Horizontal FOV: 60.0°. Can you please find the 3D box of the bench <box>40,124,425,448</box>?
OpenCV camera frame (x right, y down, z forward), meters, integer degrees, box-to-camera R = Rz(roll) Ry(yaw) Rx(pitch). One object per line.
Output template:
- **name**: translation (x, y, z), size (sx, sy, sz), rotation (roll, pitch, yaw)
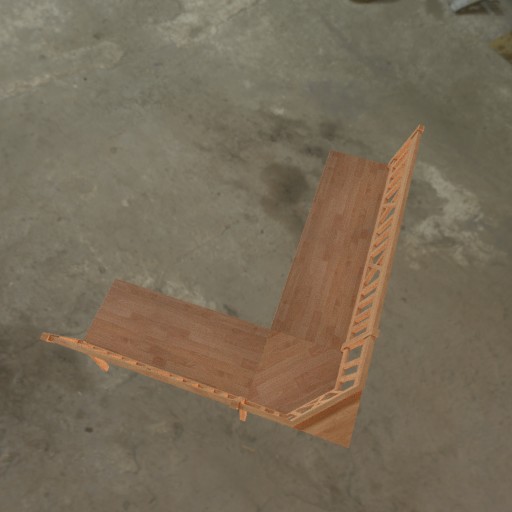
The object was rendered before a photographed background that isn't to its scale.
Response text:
- **bench**: translation (0.000, 0.000, 2.829), size (1.537, 0.902, 1.937), rotation (17, 65, 8)
